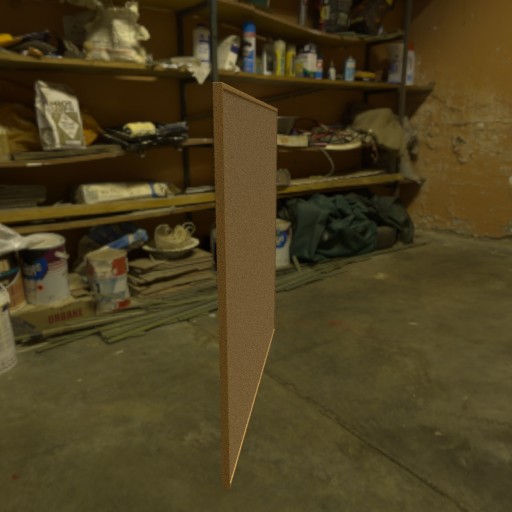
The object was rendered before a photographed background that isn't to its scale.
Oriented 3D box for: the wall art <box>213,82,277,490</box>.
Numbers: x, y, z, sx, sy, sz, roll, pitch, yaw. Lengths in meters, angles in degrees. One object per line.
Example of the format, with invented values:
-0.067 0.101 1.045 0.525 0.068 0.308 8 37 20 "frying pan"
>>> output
0.000 0.000 0.987 0.014 0.655 0.657 2 16 9 "wall art"
